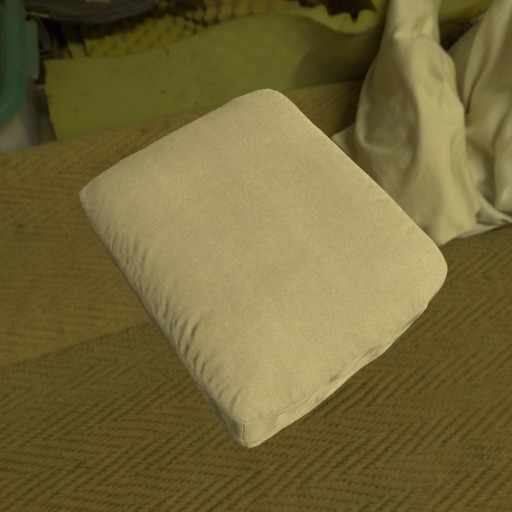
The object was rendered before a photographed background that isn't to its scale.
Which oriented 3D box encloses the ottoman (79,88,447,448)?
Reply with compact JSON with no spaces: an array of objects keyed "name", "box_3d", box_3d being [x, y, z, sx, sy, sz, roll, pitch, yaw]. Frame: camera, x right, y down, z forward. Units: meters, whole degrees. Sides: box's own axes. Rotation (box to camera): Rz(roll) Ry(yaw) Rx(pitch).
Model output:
[{"name":"ottoman","box_3d":[0.000,0.000,1.088,0.584,0.480,0.712,-33,68,-15]}]
